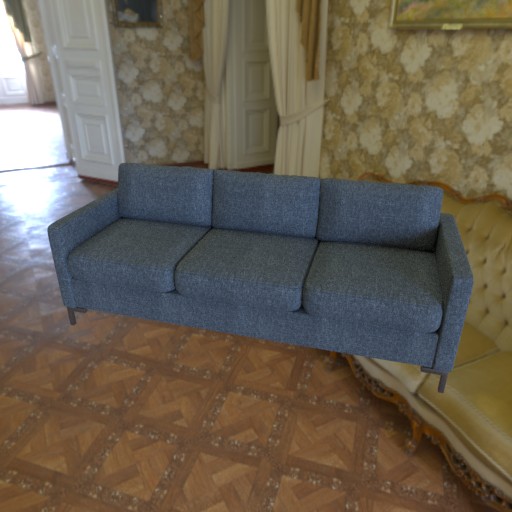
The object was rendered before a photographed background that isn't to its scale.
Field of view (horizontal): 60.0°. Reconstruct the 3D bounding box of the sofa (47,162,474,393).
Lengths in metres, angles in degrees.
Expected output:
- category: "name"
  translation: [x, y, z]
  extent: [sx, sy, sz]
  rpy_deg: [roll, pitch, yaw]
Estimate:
- category: "sofa"
  translation: [0.000, 0.000, 2.644]
  extent: [2.218, 0.874, 0.859]
  rpy_deg: [7, 27, 14]
